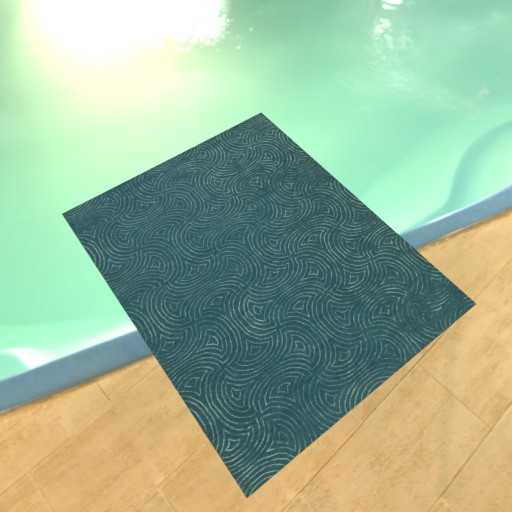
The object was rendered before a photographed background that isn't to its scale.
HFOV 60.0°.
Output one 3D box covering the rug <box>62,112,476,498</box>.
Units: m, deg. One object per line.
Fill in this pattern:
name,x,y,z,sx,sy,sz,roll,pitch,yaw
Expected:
rug,0.000,0.000,4.042,2.432,0.012,3.033,-32,63,-19
